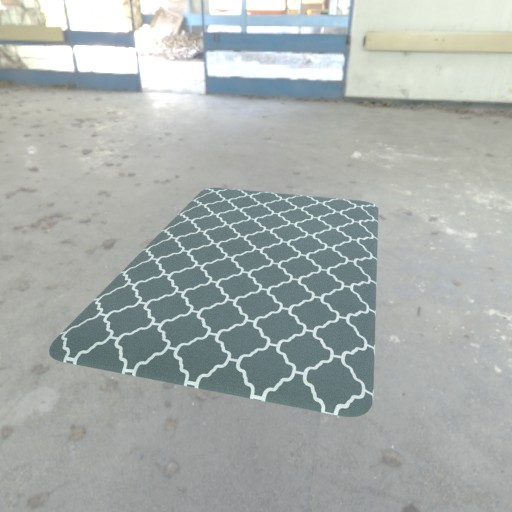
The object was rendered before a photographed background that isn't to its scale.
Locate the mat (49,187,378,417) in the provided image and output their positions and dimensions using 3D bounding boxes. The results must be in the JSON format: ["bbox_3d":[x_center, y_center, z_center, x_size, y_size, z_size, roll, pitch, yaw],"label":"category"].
[{"bbox_3d":[0.000,0.000,0.955,0.508,0.021,0.762,7,30,12],"label":"mat"}]
